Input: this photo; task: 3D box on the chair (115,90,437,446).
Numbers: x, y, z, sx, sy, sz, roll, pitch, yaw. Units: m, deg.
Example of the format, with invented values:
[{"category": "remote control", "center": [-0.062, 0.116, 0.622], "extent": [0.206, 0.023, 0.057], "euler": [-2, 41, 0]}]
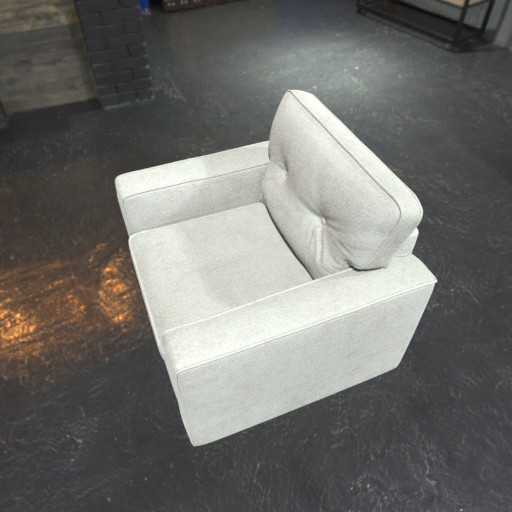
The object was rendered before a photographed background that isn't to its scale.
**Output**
[{"category": "chair", "center": [0.000, 0.000, 1.798], "extent": [0.939, 0.965, 1.015], "euler": [-16, 49, -15]}]
